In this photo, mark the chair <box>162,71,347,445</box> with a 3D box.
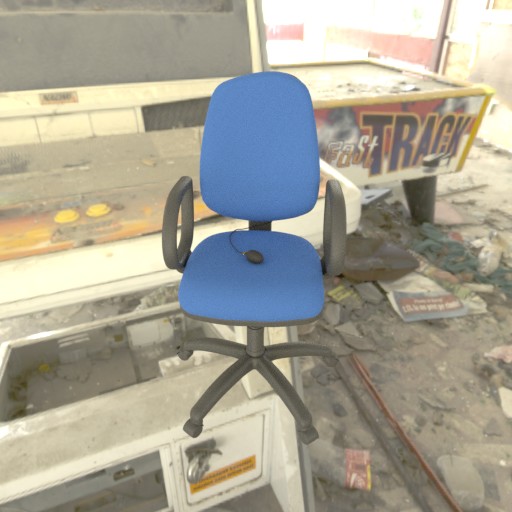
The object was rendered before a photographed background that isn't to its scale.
[{"bbox_3d":[0.000,0.000,1.243,0.552,0.905,0.549,2,30,3],"label":"chair"}]
